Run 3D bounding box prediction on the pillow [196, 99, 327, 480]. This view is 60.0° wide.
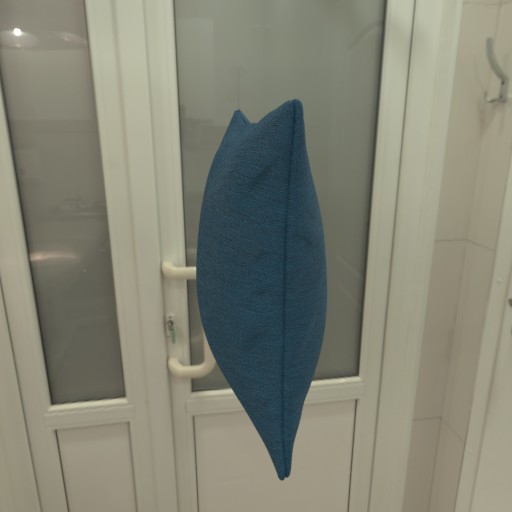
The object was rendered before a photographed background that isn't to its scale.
[{"bbox_3d":[0.000,0.000,0.653,0.177,0.420,0.437,-3,17,-9],"label":"pillow"}]
